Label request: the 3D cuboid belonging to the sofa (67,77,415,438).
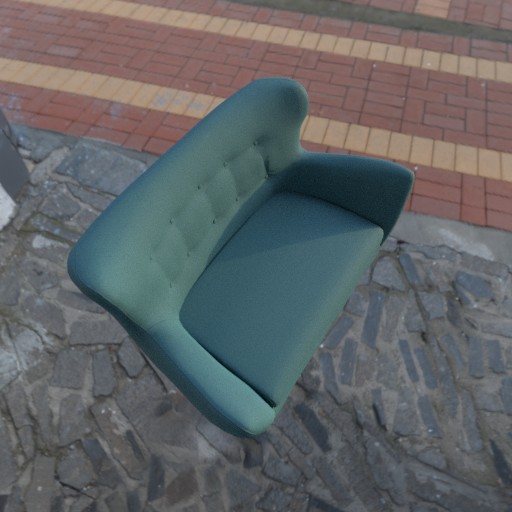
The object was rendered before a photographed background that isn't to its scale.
[{"bbox_3d":[0.000,0.000,1.991,0.889,0.889,1.397,29,62,18],"label":"sofa"}]
